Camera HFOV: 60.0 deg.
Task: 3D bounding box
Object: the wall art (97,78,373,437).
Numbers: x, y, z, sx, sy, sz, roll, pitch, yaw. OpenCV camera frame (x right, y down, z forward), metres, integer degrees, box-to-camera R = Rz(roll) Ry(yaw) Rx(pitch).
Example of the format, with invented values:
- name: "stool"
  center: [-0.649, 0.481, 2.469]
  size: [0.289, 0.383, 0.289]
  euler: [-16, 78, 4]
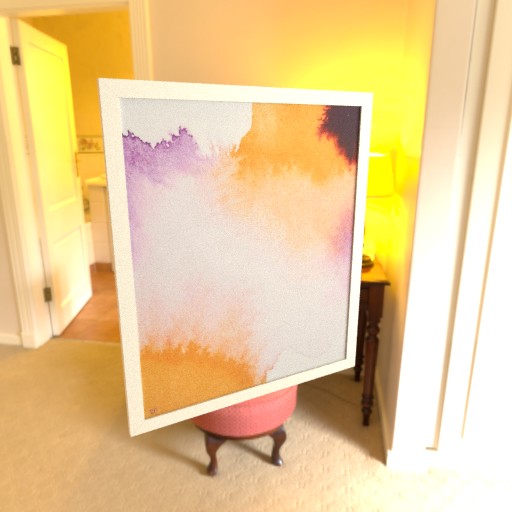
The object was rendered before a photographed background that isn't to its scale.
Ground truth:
- name: "wall art"
  center: [0.000, 0.000, 0.777]
  size: [0.482, 0.557, 0.012]
  euler: [-8, 18, -28]
